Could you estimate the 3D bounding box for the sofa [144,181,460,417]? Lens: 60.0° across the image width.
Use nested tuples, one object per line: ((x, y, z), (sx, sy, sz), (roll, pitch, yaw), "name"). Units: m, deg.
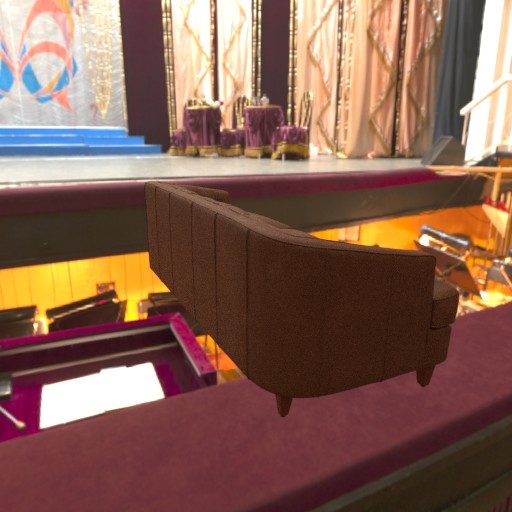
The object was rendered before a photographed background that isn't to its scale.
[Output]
((0.000, 0.000, 2.650), (0.927, 0.787, 2.227), (-8, 17, -25), "sofa")
